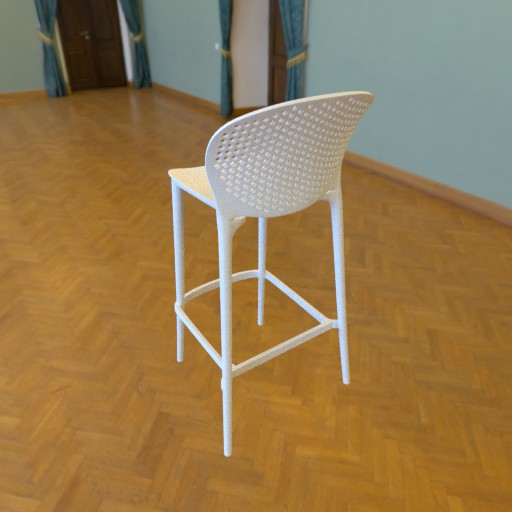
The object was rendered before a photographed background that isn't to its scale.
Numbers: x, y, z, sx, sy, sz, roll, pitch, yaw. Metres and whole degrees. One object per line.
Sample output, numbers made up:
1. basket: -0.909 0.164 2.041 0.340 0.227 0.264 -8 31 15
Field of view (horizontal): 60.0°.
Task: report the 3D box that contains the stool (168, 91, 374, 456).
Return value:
1. stool: 0.000 0.000 1.390 0.536 1.045 0.535 -20 36 -30
